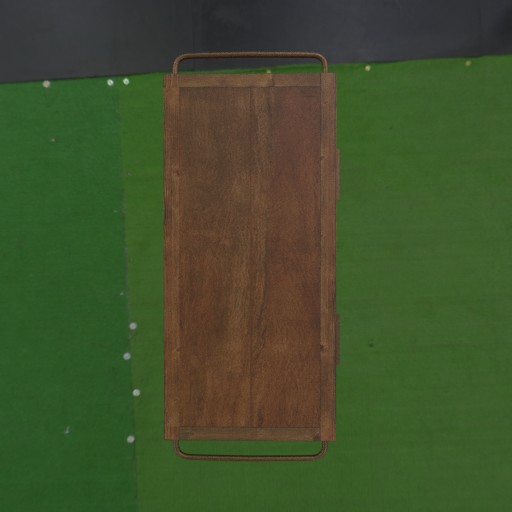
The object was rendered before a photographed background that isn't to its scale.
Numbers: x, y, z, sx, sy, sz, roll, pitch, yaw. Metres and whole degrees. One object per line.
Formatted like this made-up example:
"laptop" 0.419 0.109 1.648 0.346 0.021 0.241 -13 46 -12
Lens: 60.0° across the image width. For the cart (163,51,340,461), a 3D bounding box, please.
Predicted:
"cart" 0.000 0.000 1.515 0.445 0.830 1.065 0 91 1
